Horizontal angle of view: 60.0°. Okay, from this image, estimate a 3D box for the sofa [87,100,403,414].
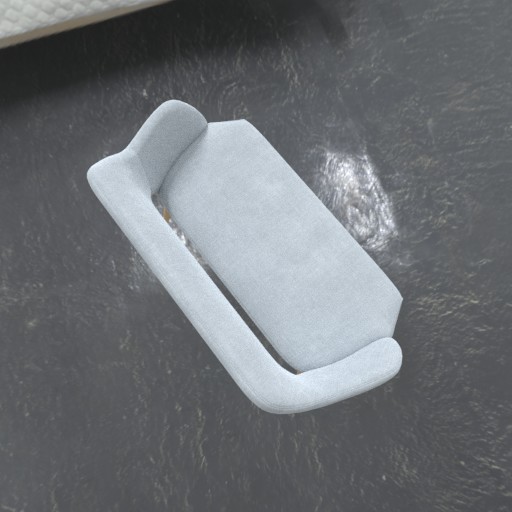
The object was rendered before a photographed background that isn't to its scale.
[{"bbox_3d":[0.000,0.000,1.592,0.610,0.840,1.150,-37,78,-9],"label":"sofa"}]
